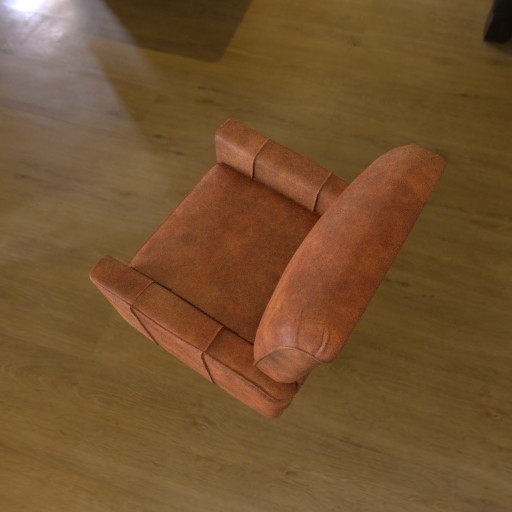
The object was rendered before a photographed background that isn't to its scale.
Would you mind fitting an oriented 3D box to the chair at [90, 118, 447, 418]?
[{"bbox_3d":[0.000,0.000,1.610,0.836,1.043,0.843,30,67,14],"label":"chair"}]
